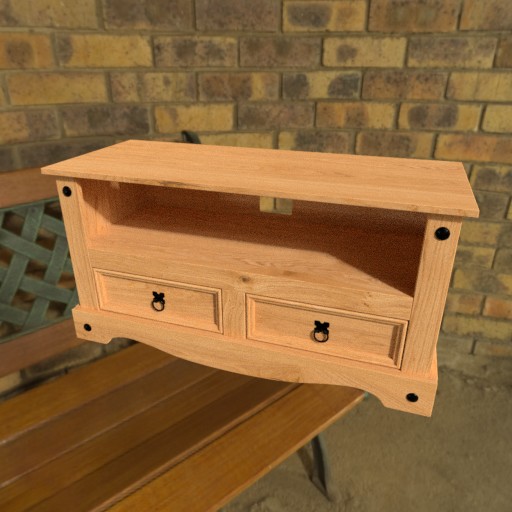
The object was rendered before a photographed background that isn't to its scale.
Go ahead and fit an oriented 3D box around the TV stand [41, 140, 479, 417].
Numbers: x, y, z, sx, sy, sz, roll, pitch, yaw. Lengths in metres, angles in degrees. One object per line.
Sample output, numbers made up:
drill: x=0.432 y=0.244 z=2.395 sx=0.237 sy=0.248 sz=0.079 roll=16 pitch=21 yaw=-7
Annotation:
TV stand: x=0.000 y=0.000 z=1.335 sx=1.080 sy=0.550 sz=0.440 roll=8 pitch=26 yaw=17
